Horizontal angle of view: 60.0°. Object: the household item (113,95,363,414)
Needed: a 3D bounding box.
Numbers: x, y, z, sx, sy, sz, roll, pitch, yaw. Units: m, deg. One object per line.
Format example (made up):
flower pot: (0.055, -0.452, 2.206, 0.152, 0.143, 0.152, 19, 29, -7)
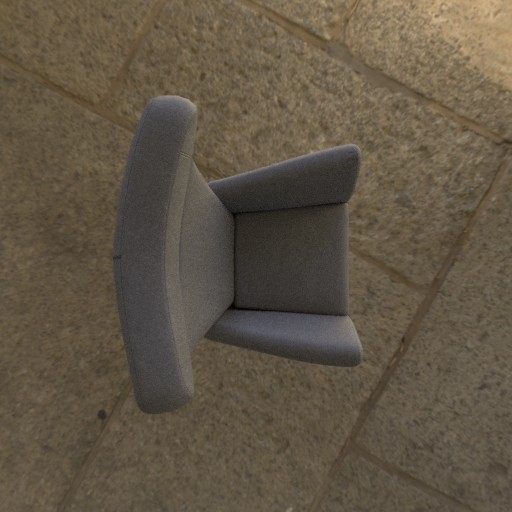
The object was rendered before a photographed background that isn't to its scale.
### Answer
household item: (0.000, 0.000, 1.814, 0.900, 1.050, 0.980, 0, 89, 1)
